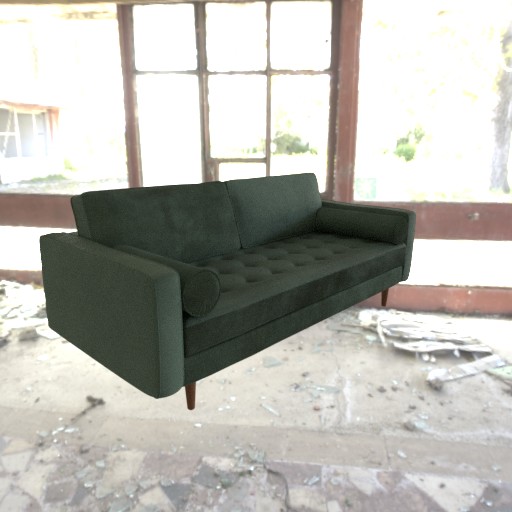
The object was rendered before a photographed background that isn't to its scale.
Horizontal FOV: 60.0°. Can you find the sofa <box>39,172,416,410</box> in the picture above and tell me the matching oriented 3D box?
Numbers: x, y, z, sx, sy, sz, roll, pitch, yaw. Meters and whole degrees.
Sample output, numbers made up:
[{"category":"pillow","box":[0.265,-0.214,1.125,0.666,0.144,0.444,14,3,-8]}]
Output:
[{"category":"sofa","box":[0.000,0.000,2.339,0.916,0.772,1.880,14,20,42]}]
